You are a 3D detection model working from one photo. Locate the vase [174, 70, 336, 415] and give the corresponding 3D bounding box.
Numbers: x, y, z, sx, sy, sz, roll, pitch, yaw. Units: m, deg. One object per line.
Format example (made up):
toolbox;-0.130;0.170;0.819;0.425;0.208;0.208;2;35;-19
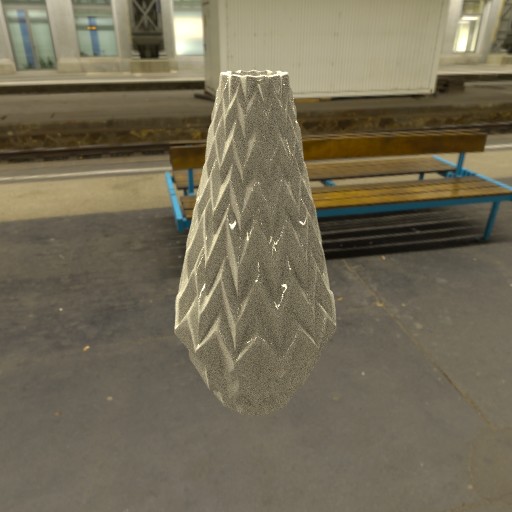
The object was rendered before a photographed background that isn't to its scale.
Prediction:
vase;0.000;0.000;0.427;0.167;0.328;0.167;0;27;0
